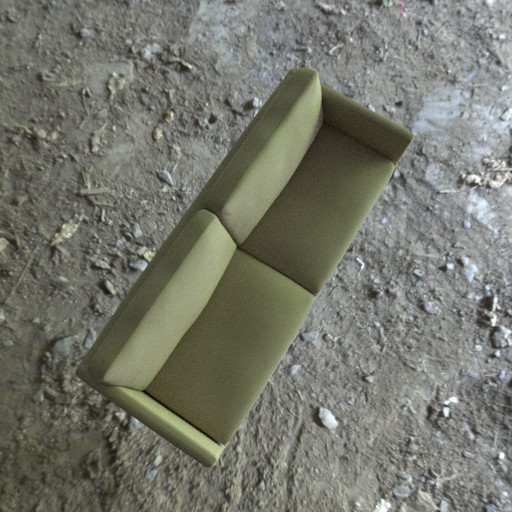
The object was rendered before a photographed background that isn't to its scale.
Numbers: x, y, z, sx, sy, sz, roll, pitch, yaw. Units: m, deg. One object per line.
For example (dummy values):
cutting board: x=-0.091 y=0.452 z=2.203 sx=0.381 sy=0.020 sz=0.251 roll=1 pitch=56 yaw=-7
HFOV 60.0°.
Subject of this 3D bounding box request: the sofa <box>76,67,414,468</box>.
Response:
sofa: x=0.000 y=0.000 z=2.926 sx=0.988 sy=0.912 sz=2.404 roll=32 pitch=78 yaw=8
